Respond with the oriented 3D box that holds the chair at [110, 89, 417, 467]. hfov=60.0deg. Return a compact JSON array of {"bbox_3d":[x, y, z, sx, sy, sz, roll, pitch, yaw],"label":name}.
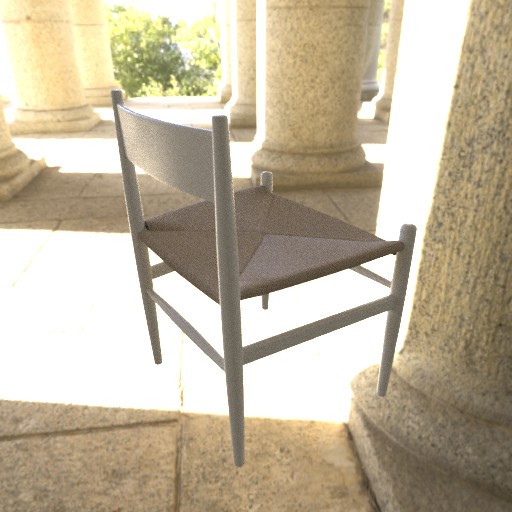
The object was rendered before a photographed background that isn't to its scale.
[{"bbox_3d":[0.000,0.000,1.092,0.495,0.762,0.556,-18,31,-32],"label":"chair"}]
